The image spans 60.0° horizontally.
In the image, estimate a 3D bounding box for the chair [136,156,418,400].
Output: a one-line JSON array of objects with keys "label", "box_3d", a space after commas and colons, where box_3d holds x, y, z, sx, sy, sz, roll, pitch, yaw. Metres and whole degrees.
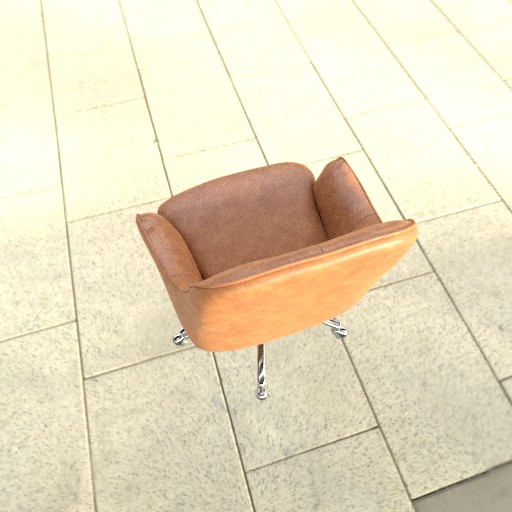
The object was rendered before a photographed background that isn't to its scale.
[{"label": "chair", "box_3d": [0.000, 0.000, 1.268, 0.628, 0.909, 0.615, -17, 61, -10]}]
